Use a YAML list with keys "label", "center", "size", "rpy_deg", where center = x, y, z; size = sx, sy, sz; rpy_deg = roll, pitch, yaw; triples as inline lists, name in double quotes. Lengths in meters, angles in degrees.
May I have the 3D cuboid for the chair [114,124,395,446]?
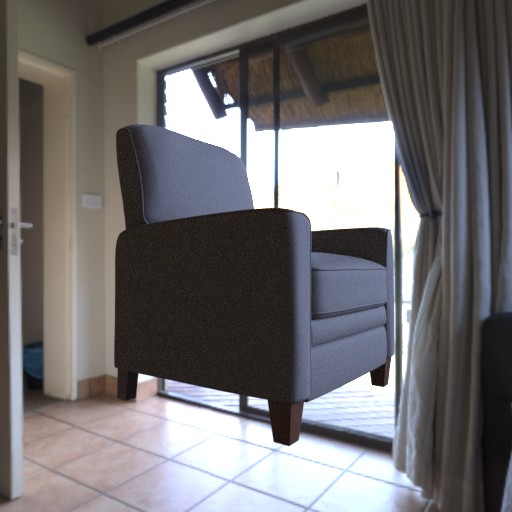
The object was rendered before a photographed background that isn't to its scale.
- label: "chair"
  center: [0.000, 0.000, 1.695]
  size: [0.859, 1.023, 0.845]
  rpy_deg: [-1, -2, 36]
